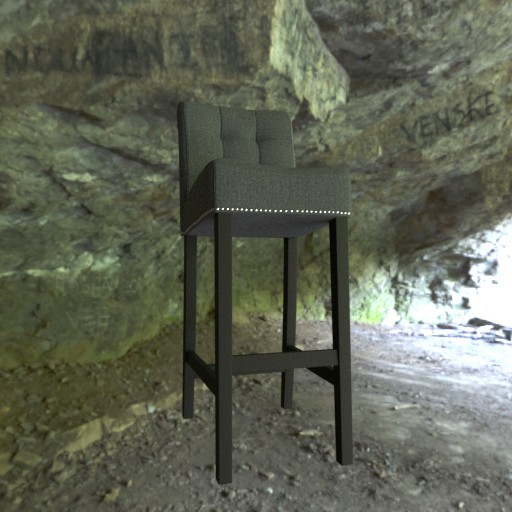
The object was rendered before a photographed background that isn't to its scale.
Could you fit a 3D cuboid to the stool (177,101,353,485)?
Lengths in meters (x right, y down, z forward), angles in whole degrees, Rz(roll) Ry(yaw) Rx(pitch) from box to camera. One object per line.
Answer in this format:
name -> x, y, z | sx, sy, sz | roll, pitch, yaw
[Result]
stool -> 0.000, 0.000, 1.320 | 0.411, 1.047, 0.548 | 0, -1, -18
